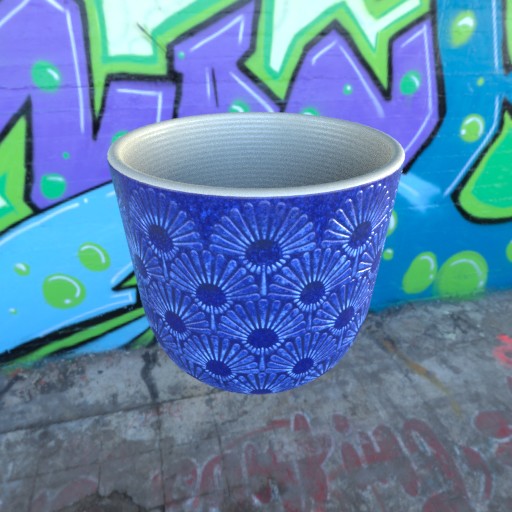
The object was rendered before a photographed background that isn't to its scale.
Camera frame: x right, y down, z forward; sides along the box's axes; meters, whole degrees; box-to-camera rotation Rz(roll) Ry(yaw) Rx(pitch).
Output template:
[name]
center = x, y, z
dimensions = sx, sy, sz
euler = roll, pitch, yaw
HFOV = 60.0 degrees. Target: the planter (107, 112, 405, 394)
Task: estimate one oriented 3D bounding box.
[planter]
center = 0.000, 0.000, 0.365
dimensions = 0.206, 0.190, 0.206
euler = 0, 29, 0
